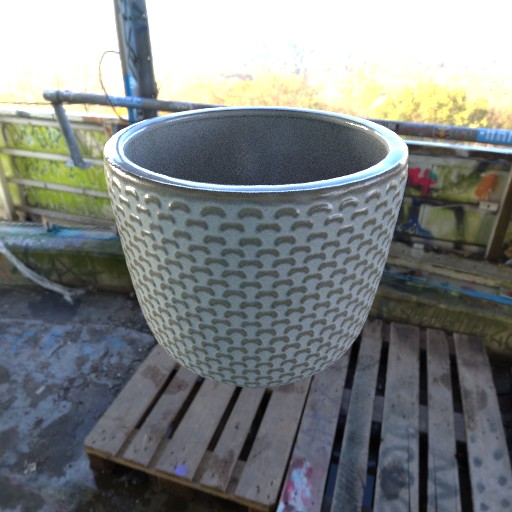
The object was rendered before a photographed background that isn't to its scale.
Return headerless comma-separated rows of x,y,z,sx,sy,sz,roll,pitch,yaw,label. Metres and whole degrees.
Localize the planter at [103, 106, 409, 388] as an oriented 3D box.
0.000,0.000,0.297,0.173,0.160,0.173,0,30,0,planter
